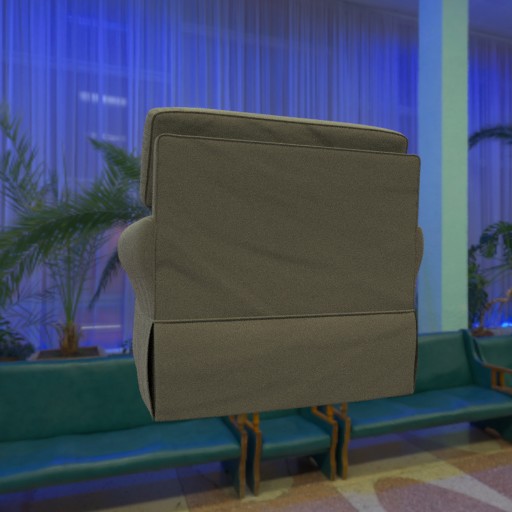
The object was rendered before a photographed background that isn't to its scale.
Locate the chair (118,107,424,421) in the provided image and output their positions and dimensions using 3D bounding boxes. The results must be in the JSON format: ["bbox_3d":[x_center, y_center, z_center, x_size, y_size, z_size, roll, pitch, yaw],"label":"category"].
[{"bbox_3d":[0.000,0.000,1.904,1.135,1.017,0.988,0,0,-18],"label":"chair"}]
